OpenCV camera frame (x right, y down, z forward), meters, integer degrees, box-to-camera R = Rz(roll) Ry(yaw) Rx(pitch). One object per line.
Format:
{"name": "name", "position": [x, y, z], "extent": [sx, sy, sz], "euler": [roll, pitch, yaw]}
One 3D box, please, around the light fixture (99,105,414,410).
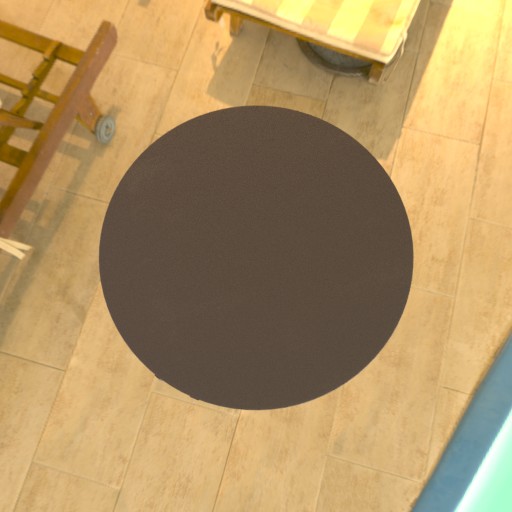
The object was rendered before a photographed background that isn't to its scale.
{"name": "light fixture", "position": [0.000, 0.000, 0.548], "extent": [0.356, 0.102, 0.356], "euler": [0, 76, 0]}
